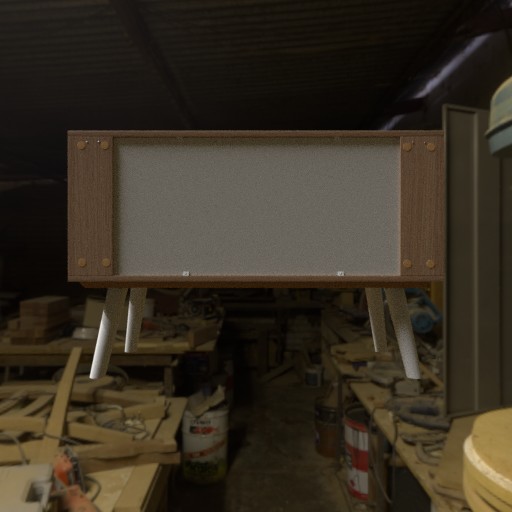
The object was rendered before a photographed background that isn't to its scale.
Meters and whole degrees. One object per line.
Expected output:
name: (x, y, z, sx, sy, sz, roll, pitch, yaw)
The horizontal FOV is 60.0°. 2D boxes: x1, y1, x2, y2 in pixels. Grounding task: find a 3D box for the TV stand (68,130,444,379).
TV stand: (0.000, 0.000, 1.370, 0.991, 0.660, 0.407, 0, 0, 0)
